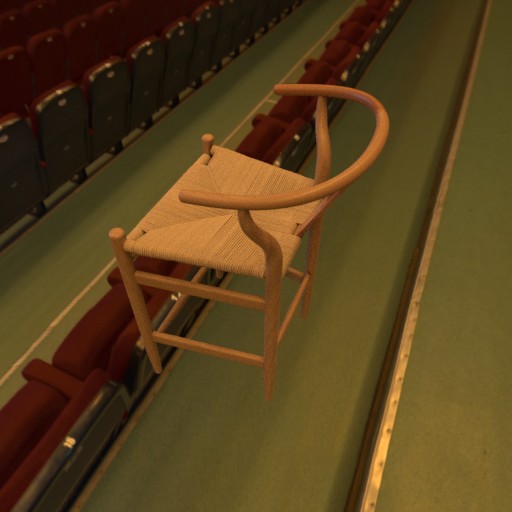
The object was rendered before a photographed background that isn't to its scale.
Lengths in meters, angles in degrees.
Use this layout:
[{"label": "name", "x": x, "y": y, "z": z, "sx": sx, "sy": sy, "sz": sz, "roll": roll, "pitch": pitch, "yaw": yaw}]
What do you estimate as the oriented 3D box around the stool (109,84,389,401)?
[{"label": "stool", "x": 0.000, "y": 0.000, "z": 1.306, "sx": 0.575, "sy": 0.923, "sz": 0.536, "roll": 17, "pitch": 48, "yaw": 16}]
